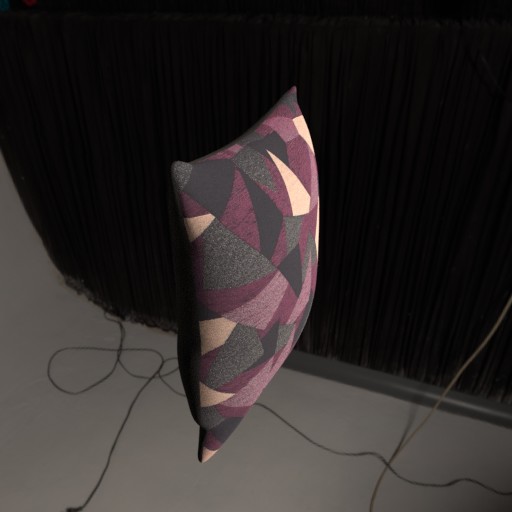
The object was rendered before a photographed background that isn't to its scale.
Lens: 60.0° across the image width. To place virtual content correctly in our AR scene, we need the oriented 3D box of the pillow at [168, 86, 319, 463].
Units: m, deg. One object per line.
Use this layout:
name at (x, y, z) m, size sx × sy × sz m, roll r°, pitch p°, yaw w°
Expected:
pillow at (0.000, 0.000, 0.780) m, size 0.208 × 0.496 × 0.503 m, roll 10°, pitch 33°, yaw 17°
